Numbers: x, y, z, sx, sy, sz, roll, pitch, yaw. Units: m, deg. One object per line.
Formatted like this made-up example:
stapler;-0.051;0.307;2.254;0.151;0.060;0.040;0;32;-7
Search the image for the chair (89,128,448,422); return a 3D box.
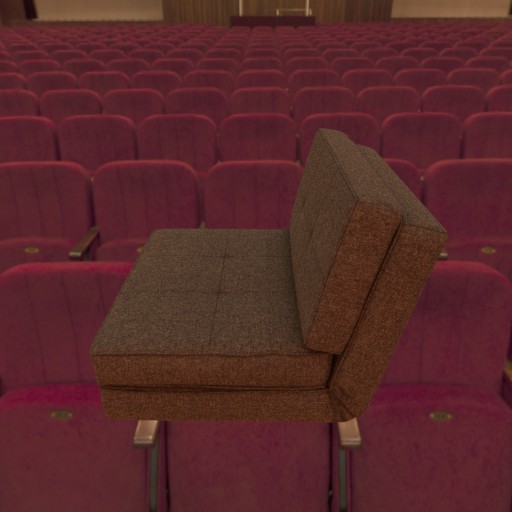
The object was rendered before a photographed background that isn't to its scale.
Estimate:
chair;0.000;0.000;1.320;0.800;0.615;0.740;0;27;1
